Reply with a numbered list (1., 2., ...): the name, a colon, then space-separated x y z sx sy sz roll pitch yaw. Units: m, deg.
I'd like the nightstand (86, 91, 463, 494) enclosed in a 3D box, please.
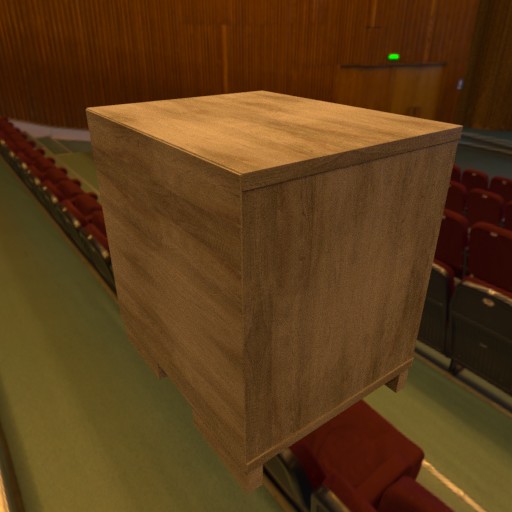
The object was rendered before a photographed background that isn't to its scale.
1. nightstand: 0.000 0.000 0.732 0.347 0.448 0.427 -19 33 -32
